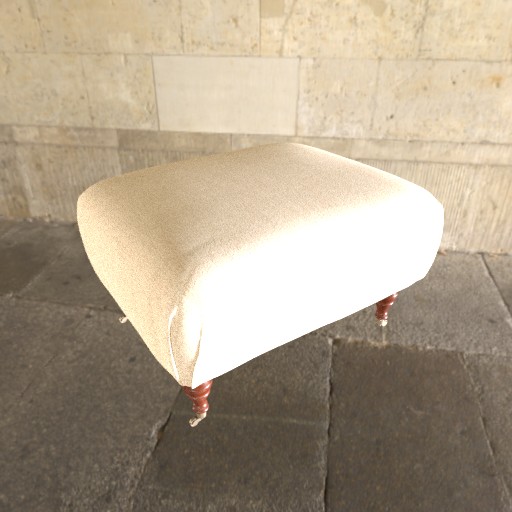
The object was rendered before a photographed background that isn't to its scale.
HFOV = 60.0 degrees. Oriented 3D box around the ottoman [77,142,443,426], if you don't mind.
[{"bbox_3d":[0.000,0.000,1.150,0.747,0.450,0.622,-19,35,-30],"label":"ottoman"}]
